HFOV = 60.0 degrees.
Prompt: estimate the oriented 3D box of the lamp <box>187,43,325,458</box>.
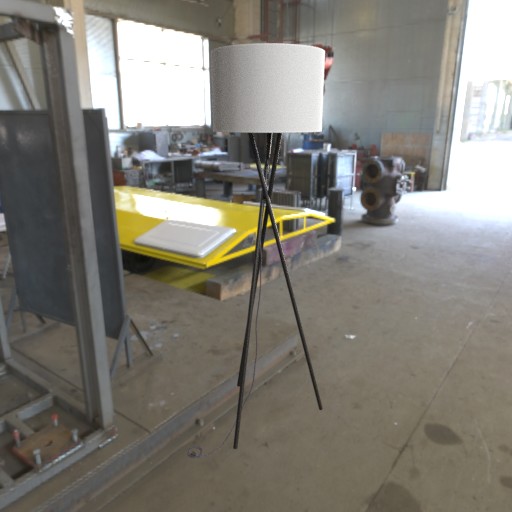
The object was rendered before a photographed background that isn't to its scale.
[{"bbox_3d":[0.000,0.000,1.937,0.667,1.624,0.522,-2,17,-8],"label":"lamp"}]
